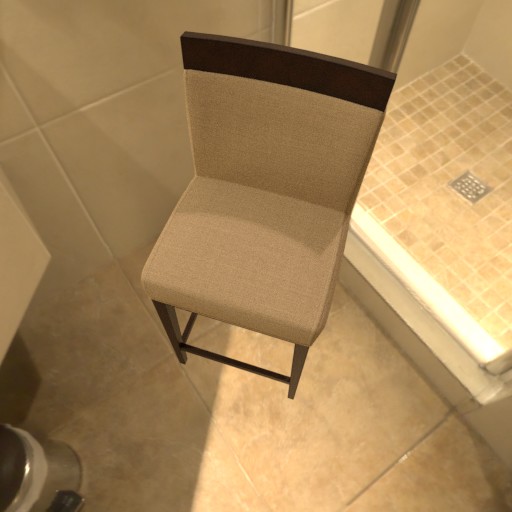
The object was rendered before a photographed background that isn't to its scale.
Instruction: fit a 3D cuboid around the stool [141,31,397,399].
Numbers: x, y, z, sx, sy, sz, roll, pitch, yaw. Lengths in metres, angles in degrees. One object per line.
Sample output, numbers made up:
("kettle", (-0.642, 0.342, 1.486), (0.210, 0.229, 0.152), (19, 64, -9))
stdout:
("stool", (0.000, 0.000, 1.386), (0.511, 1.117, 0.531), (16, 61, 9))
